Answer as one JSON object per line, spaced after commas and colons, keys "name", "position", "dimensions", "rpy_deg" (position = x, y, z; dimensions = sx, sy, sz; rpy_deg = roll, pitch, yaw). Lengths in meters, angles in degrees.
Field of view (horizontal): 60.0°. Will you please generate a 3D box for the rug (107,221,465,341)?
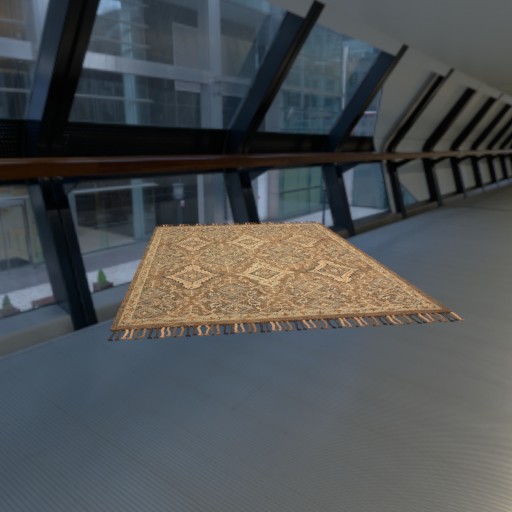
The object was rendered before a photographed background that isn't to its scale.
{"name": "rug", "position": [0.000, 0.000, 2.997], "dimensions": [1.516, 0.010, 2.434], "rpy_deg": [-2, 15, -7]}
